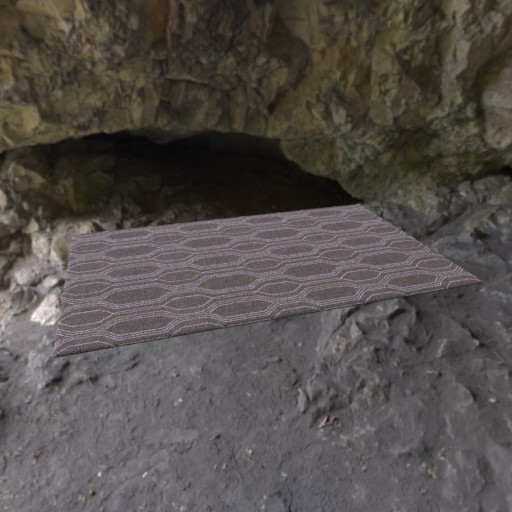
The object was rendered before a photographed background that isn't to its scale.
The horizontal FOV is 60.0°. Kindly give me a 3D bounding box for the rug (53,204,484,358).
[{"bbox_3d":[0.000,0.000,3.052,2.457,0.012,1.541,-8,26,-15],"label":"rug"}]
